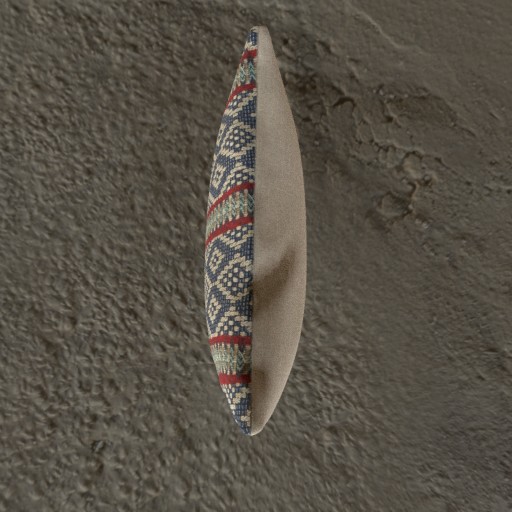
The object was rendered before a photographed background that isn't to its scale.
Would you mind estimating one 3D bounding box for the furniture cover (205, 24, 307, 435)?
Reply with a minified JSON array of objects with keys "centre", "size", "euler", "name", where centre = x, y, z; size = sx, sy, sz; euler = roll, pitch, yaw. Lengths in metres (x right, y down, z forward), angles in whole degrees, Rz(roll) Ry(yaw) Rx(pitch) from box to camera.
[{"centre":[0.000,0.000,0.648],"size":[0.139,0.431,0.431],"euler":[1,76,0],"name":"furniture cover"}]
